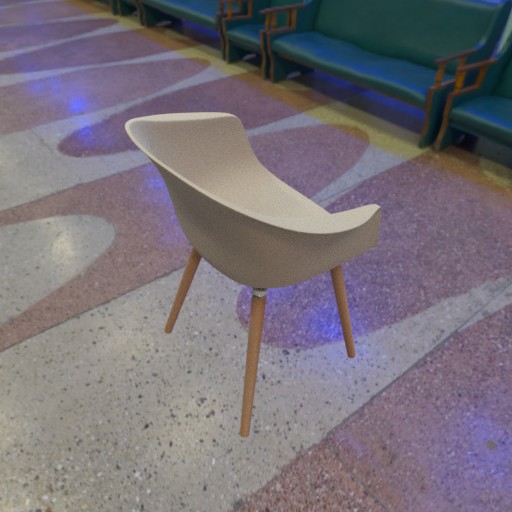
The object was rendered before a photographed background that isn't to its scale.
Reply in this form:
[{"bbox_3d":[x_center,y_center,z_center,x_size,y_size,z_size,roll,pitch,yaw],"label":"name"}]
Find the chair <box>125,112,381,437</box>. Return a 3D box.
[{"bbox_3d":[0.000,0.000,1.161,0.504,0.781,0.593,-26,48,-26],"label":"chair"}]
